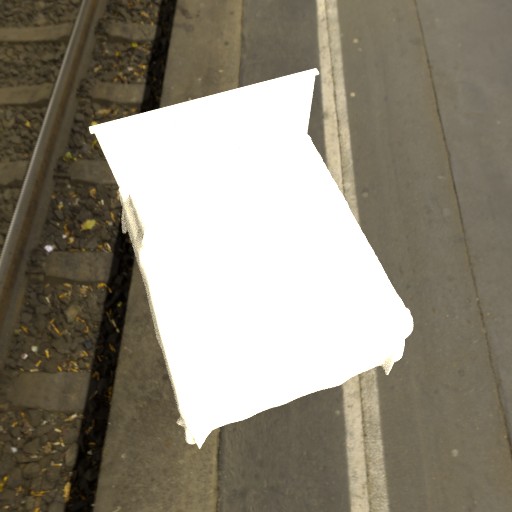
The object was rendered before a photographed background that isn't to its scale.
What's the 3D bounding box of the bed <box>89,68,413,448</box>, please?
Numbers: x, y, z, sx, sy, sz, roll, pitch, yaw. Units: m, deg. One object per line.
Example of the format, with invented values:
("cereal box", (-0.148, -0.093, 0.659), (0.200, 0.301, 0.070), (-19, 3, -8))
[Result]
("bed", (0.000, 0.000, 3.213), (1.876, 1.269, 2.047), (-18, 64, -9))
